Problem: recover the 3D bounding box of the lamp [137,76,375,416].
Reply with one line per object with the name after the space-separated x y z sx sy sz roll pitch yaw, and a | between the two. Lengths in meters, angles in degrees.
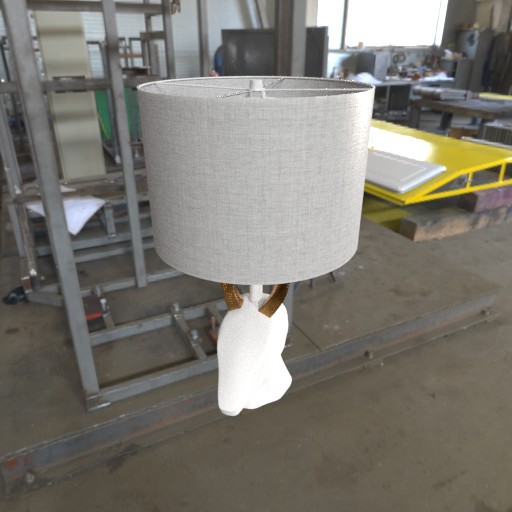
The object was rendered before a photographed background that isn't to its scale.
0.000 0.000 0.678 0.298 0.503 0.298 8 27 16 | lamp
